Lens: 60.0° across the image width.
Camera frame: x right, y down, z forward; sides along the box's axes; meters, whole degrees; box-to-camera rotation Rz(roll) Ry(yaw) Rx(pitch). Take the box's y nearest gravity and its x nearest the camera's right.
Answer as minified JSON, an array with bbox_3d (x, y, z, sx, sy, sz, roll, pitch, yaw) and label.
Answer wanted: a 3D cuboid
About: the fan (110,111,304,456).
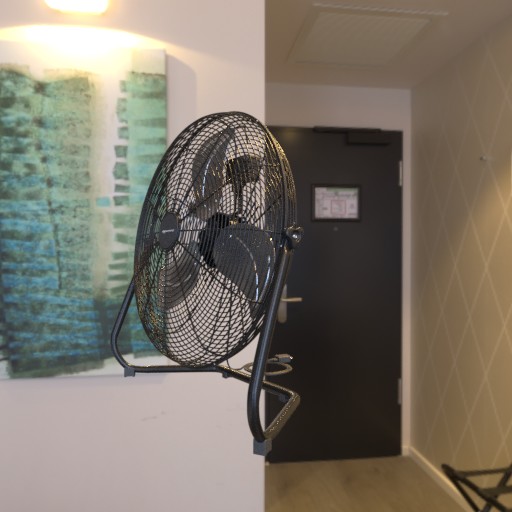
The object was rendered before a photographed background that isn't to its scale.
[{"bbox_3d":[0.000,0.000,1.016,0.470,0.605,0.595,0,1,-38],"label":"fan"}]
